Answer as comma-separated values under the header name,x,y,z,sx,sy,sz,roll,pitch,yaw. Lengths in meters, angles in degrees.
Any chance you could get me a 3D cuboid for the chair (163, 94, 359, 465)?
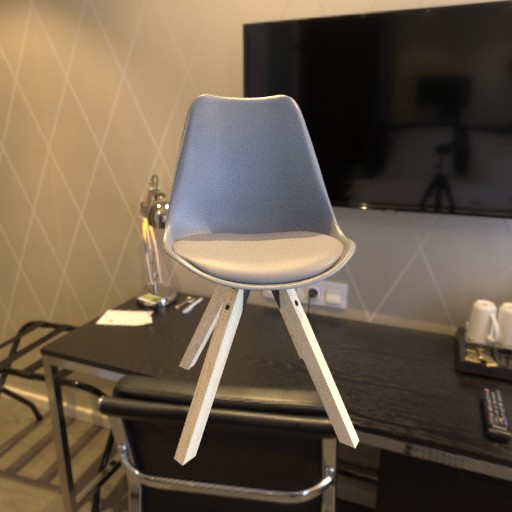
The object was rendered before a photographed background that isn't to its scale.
name,x,y,z,sx,sy,sz,roll,pitch,yaw
chair,0.000,0.000,1.188,0.485,0.850,0.550,-2,16,-8
